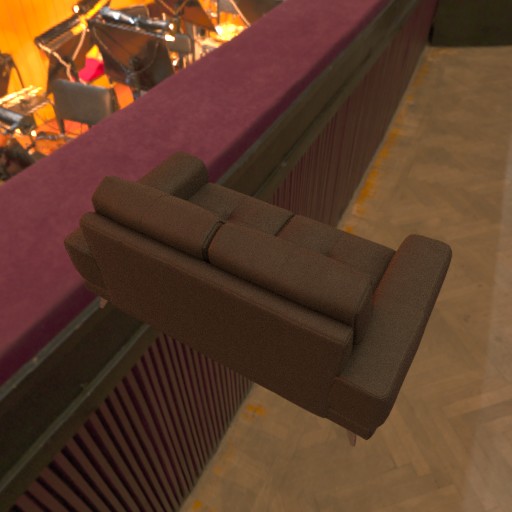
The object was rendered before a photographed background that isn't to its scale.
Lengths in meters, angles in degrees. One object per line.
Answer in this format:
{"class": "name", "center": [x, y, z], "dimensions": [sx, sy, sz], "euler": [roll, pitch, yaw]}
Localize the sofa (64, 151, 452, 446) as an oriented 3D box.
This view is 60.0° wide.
{"class": "sofa", "center": [0.000, 0.000, 2.345], "dimensions": [1.806, 0.907, 1.018], "euler": [23, 50, 21]}
